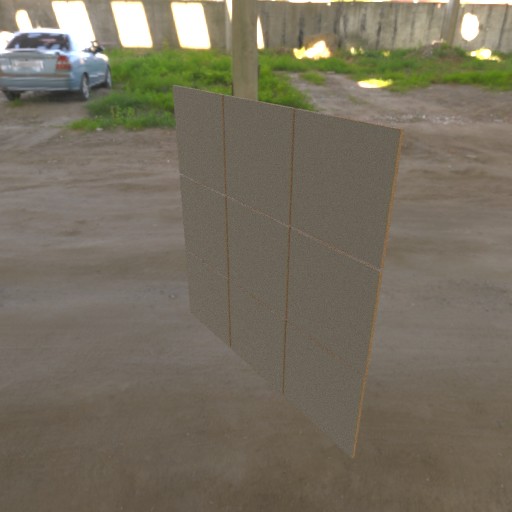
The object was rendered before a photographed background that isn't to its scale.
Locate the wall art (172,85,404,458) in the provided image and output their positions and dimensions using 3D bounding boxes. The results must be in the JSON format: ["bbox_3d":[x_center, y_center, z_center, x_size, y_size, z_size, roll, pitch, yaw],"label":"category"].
[{"bbox_3d":[0.000,0.000,1.376,0.010,0.917,0.919,-19,33,-33],"label":"wall art"}]
